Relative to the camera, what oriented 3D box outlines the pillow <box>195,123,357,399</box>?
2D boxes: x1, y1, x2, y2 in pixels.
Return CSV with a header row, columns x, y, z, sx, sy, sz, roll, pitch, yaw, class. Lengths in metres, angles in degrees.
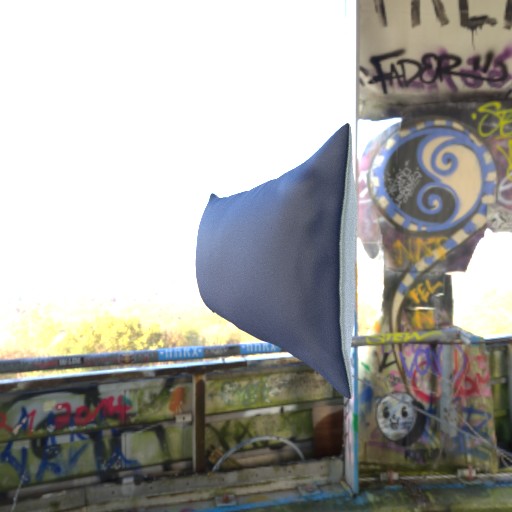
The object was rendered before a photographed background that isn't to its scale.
x,y,z,sx,sy,sz,roll,pitch,yaw,class
0.000,0.000,0.746,0.151,0.287,0.610,0,1,-19,pillow
